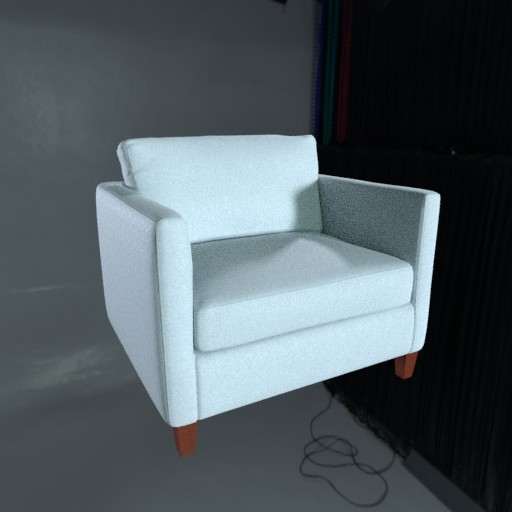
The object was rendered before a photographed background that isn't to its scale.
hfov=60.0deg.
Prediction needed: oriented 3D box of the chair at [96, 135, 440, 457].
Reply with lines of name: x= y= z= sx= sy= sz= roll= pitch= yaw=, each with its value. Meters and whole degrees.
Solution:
chair: x=0.000 y=0.000 z=1.834 sx=1.107 sy=0.961 sz=0.953 roll=-8 pitch=18 yaw=-27
